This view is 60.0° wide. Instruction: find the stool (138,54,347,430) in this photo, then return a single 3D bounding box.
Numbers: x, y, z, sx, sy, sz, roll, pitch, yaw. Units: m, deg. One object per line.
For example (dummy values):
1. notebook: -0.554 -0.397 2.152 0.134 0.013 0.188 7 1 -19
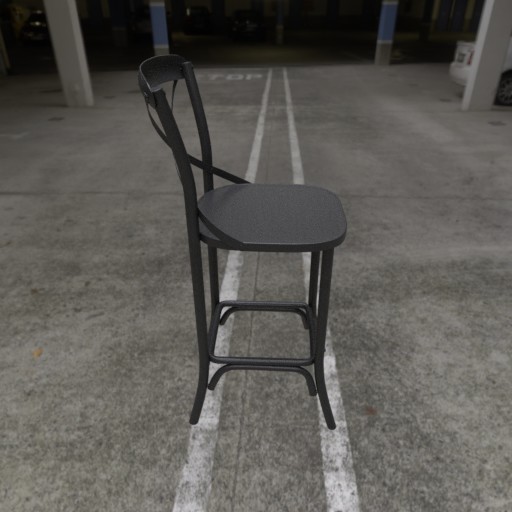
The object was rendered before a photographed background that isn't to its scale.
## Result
1. stool: 0.000 0.000 1.438 0.584 1.168 0.457 1 31 2
